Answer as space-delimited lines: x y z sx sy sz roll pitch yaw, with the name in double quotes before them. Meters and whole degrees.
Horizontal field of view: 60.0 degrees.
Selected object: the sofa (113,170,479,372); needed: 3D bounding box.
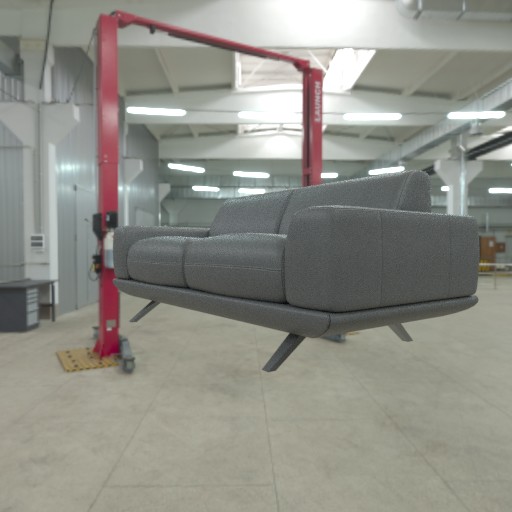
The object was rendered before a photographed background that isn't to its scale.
"sofa" 0.000 0.000 2.302 0.900 0.772 1.901 -1 2 -37
